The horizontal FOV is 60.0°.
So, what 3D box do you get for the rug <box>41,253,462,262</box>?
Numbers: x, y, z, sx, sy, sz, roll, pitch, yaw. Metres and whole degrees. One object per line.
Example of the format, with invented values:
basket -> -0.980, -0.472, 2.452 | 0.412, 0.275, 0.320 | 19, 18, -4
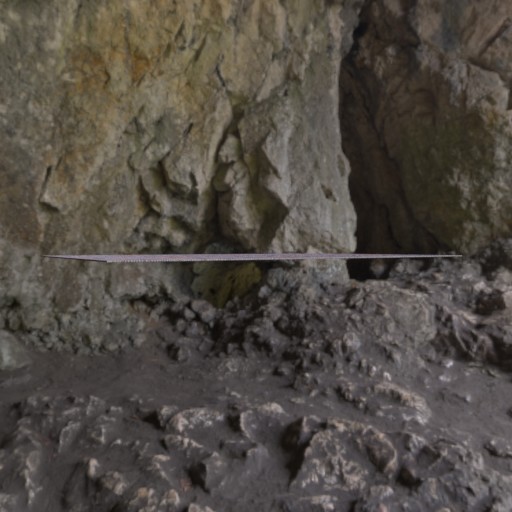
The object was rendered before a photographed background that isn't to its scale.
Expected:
rug -> 0.000, 0.000, 3.007 | 2.427, 0.007, 1.515 | -1, 1, -35
